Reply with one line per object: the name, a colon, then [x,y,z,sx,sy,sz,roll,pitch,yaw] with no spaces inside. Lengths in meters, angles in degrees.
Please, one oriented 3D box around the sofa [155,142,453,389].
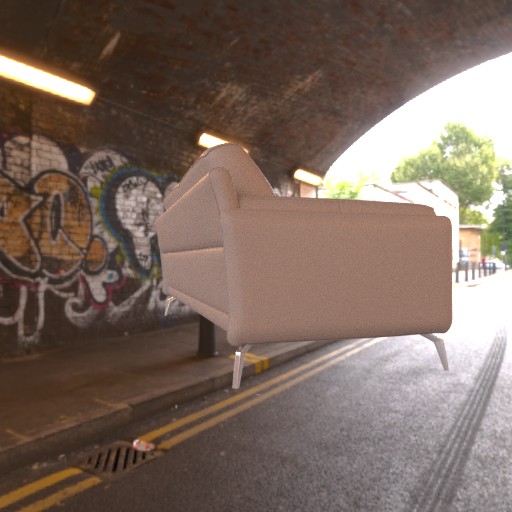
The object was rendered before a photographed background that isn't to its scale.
sofa: [0.000,0.000,2.560,1.049,0.930,2.101,0,0,-18]
